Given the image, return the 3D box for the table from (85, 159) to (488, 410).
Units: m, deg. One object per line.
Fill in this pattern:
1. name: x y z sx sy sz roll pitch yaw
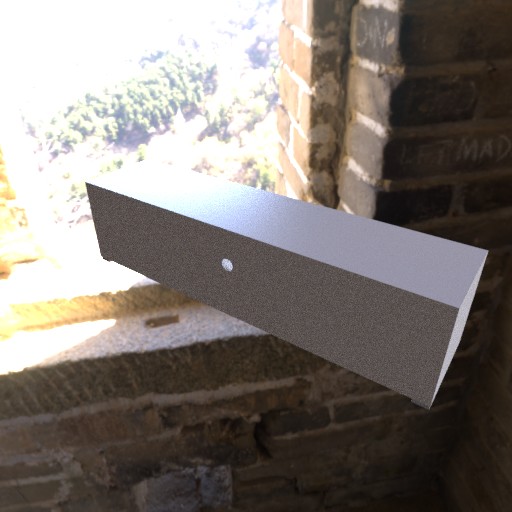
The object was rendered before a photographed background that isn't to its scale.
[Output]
1. table: 0.000 0.000 1.879 1.650 0.420 0.390 20 36 29
